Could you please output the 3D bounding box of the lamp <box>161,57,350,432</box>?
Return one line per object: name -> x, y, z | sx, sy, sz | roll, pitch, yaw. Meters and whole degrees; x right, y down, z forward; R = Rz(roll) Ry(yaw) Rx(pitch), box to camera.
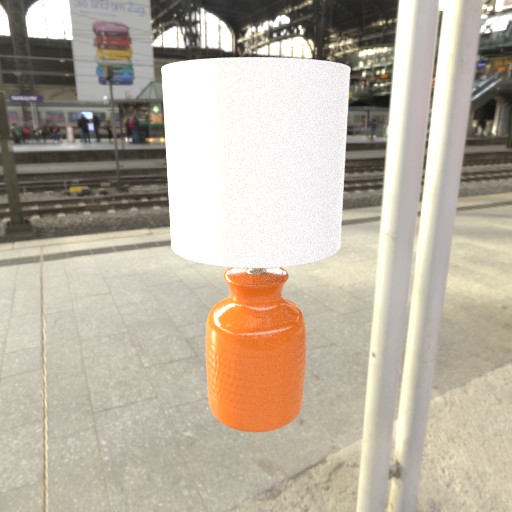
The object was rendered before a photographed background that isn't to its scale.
lamp -> 0.000, 0.000, 1.122 | 0.418, 0.871, 0.418 | -9, 19, -26
